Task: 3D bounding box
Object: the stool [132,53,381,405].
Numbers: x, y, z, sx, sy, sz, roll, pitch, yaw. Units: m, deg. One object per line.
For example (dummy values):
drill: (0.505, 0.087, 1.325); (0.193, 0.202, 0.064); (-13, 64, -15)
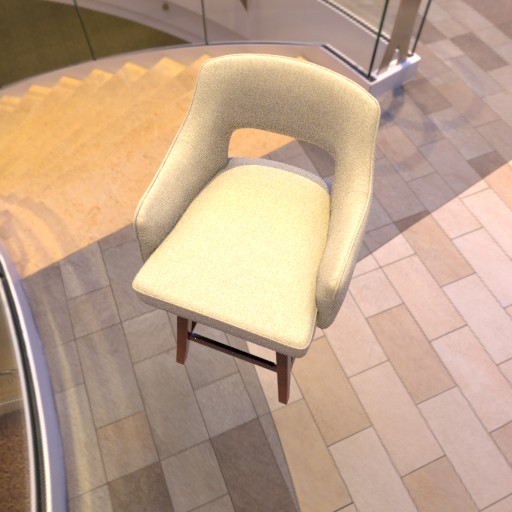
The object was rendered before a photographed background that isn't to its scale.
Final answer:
stool: (0.000, 0.000, 1.298); (0.550, 0.936, 0.560); (18, 60, 11)
